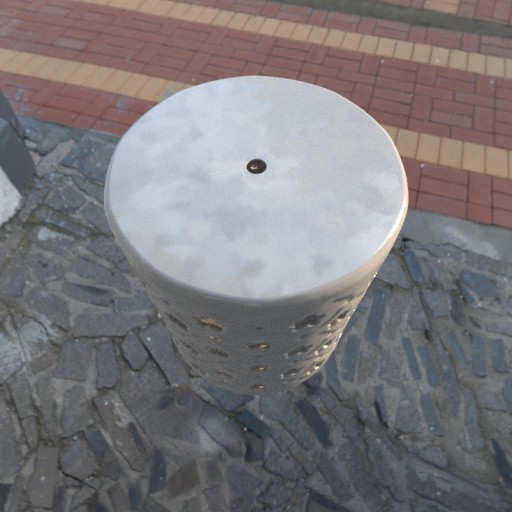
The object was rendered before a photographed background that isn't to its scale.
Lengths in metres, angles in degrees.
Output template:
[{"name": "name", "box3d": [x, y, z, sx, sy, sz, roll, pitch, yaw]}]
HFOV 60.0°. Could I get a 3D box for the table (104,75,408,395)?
[{"name": "table", "box3d": [0.000, 0.000, 0.671, 0.352, 0.387, 0.352, 0, 58, 0]}]
